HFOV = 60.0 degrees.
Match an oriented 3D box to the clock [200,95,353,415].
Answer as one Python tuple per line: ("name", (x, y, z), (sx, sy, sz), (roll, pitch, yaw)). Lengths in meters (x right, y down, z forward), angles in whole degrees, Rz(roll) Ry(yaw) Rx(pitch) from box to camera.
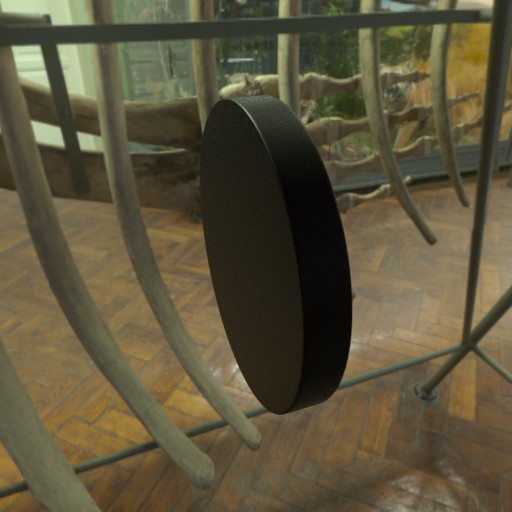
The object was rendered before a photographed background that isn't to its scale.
("clock", (0.000, 0.000, 0.462), (0.040, 0.314, 0.314), (-10, 32, -17))
